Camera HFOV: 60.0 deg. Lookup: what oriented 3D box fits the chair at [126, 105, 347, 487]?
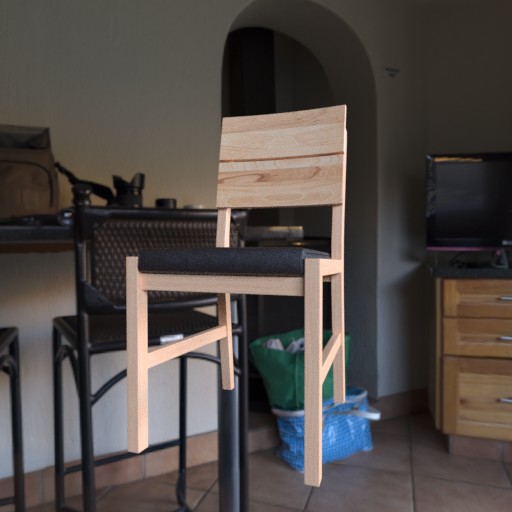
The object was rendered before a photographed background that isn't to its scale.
[{"bbox_3d":[0.000,0.000,1.249,0.475,0.950,0.560,0,1,20],"label":"chair"}]
